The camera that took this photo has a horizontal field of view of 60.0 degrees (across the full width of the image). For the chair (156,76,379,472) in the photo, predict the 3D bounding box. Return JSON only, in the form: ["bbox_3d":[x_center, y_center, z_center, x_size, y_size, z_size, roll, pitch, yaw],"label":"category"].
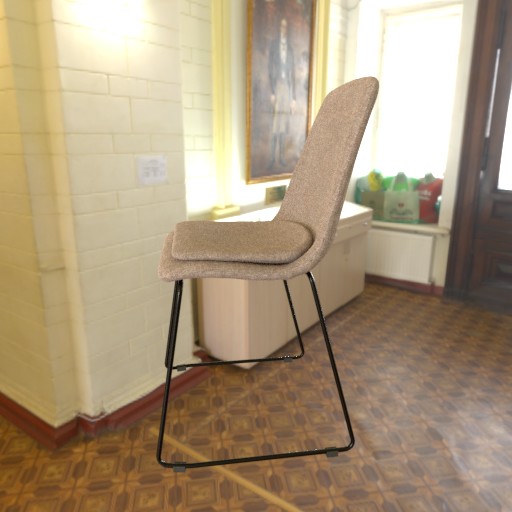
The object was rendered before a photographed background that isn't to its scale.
[{"bbox_3d":[0.000,0.000,1.134,0.518,0.858,0.479,-2,15,-9],"label":"chair"}]
